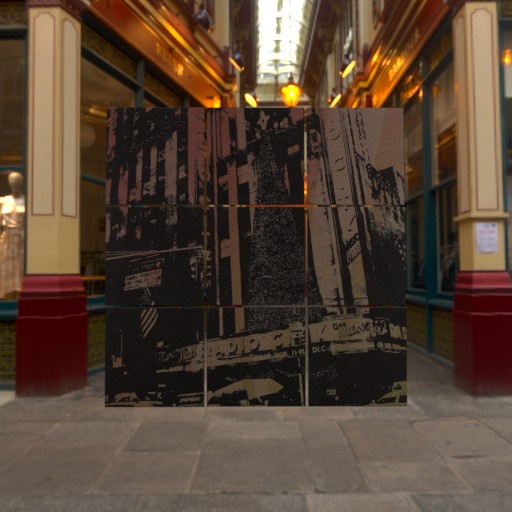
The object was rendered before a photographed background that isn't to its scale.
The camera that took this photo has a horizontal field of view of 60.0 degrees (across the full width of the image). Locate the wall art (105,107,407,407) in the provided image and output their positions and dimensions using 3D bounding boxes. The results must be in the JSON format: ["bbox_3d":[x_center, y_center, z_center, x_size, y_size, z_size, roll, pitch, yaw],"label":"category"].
[{"bbox_3d":[0.000,0.000,2.260,1.527,1.521,0.017,0,-1,0],"label":"wall art"}]
